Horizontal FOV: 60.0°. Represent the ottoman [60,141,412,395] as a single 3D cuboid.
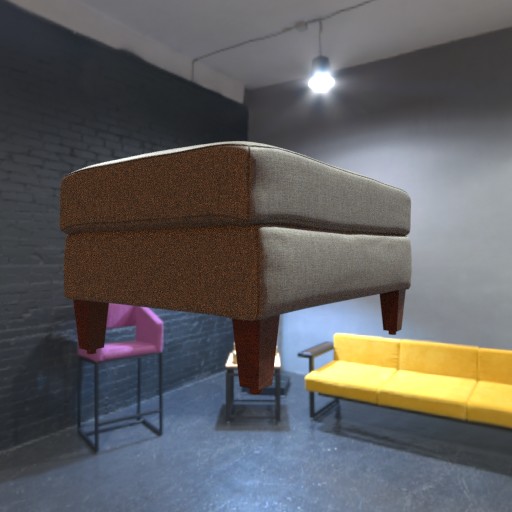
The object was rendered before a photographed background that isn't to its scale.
[{"bbox_3d":[0.000,0.000,1.255,0.639,0.494,0.873,0,1,37],"label":"ottoman"}]
